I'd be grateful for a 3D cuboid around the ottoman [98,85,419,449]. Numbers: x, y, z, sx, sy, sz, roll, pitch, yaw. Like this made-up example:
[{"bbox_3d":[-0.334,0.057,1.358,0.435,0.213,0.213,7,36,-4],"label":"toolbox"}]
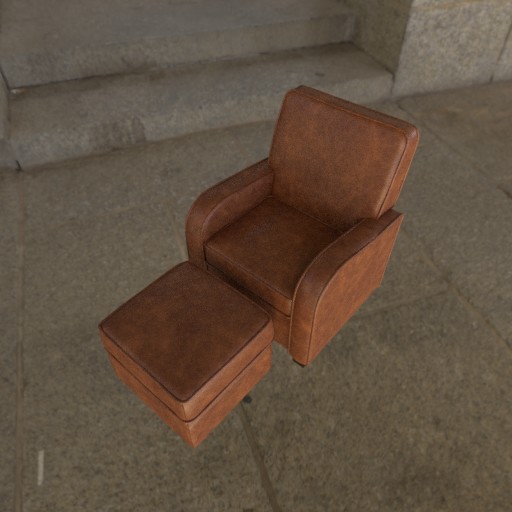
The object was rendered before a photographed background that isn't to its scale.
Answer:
[{"bbox_3d":[0.000,0.000,1.869,0.732,0.904,1.314,32,53,27],"label":"ottoman"}]
